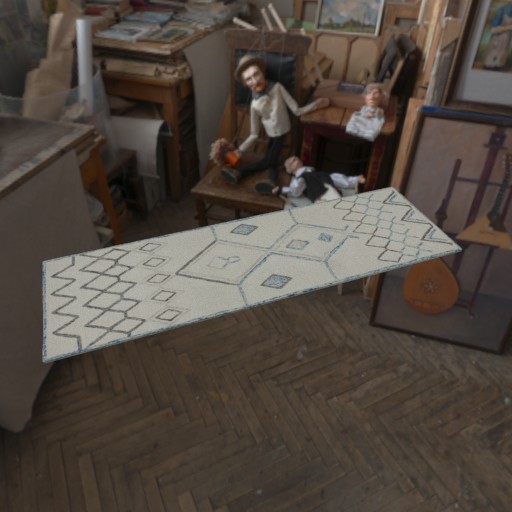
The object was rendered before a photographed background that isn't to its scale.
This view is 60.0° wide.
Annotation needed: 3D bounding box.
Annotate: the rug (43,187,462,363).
[{"bbox_3d":[0.000,0.000,2.694,2.434,0.013,0.770,-13,43,-15],"label":"rug"}]
